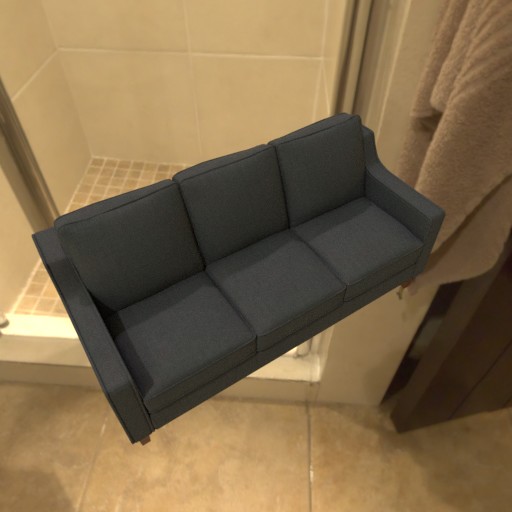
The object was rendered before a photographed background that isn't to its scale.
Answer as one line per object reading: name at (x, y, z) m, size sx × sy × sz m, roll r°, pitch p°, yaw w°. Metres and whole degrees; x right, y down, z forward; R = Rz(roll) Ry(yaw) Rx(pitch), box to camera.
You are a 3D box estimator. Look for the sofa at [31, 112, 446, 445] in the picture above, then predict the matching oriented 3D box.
sofa at (0.000, 0.000, 2.474) m, size 1.986 × 0.974 × 0.911 m, roll -26°, pitch 52°, yaw -22°
